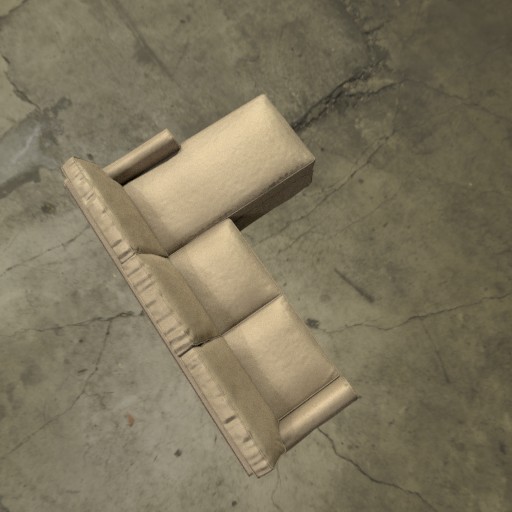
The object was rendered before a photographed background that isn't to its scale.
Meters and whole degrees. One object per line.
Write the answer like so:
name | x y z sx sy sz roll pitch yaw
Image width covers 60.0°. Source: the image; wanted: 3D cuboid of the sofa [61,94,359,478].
sofa | 0.000 0.000 3.327 1.733 0.978 2.475 -34 79 -8
